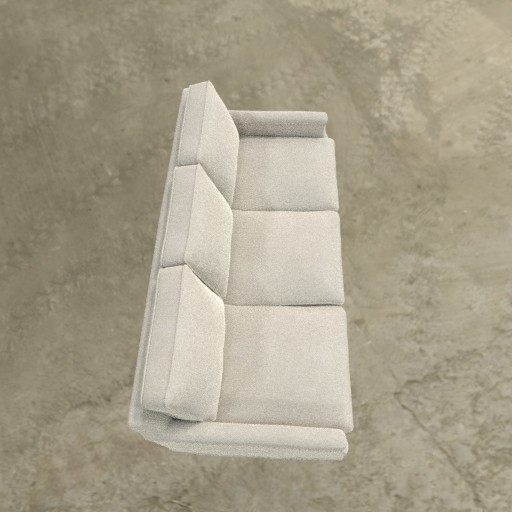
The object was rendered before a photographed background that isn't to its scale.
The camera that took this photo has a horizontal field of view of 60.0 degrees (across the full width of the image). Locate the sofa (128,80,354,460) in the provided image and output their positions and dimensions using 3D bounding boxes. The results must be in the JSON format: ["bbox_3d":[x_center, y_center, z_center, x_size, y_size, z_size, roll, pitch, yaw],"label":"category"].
[{"bbox_3d":[0.000,0.000,2.763,1.084,1.003,2.246,2,61,1],"label":"sofa"}]
